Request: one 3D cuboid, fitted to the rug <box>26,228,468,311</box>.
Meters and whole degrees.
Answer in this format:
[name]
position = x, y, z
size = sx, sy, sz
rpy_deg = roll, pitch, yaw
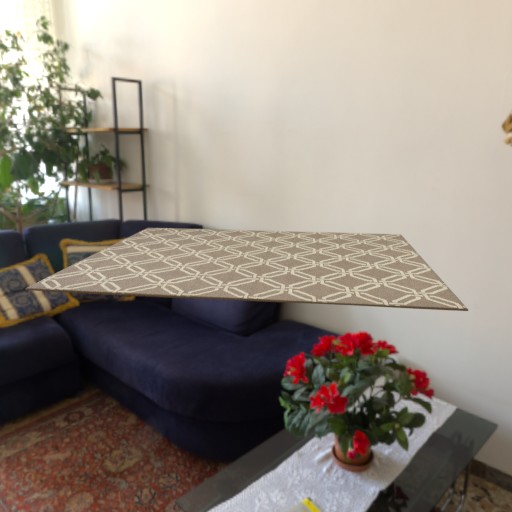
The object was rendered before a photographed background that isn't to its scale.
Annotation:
[rug]
position = 0.000, 0.000, 3.953
size = 2.895, 0.018, 2.288
rpy_deg = 2, 14, 8
